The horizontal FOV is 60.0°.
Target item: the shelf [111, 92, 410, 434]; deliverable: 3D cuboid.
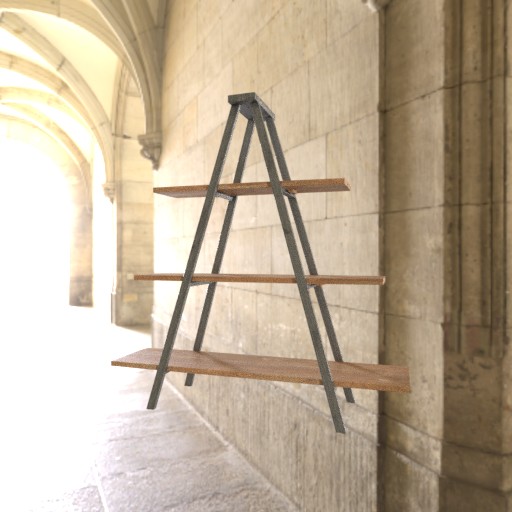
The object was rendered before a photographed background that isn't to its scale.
[{"bbox_3d":[0.000,0.000,2.663,1.746,1.808,0.508,0,0,18],"label":"shelf"}]
